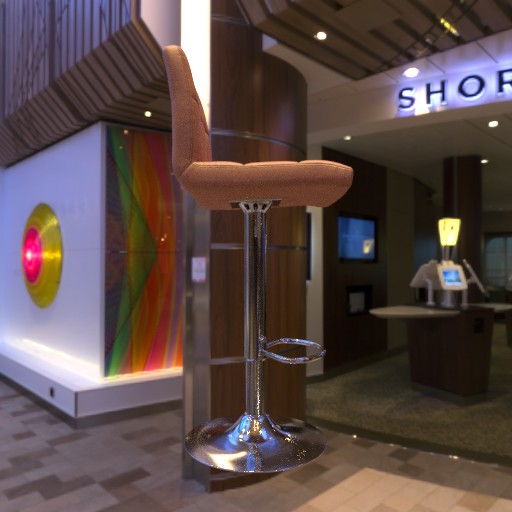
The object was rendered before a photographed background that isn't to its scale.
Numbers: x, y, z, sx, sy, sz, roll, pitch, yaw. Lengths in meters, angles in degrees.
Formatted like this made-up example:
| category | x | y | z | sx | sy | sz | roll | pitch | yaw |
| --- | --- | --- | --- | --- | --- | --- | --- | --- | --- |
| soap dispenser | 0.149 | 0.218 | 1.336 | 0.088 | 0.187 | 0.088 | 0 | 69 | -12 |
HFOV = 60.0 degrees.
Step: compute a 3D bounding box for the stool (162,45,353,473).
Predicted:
| category | x | y | z | sx | sy | sz | roll | pitch | yaw |
| --- | --- | --- | --- | --- | --- | --- | --- | --- | --- |
| stool | 0.000 | 0.000 | 1.343 | 0.505 | 1.115 | 0.430 | 0 | -1 | -1 |
